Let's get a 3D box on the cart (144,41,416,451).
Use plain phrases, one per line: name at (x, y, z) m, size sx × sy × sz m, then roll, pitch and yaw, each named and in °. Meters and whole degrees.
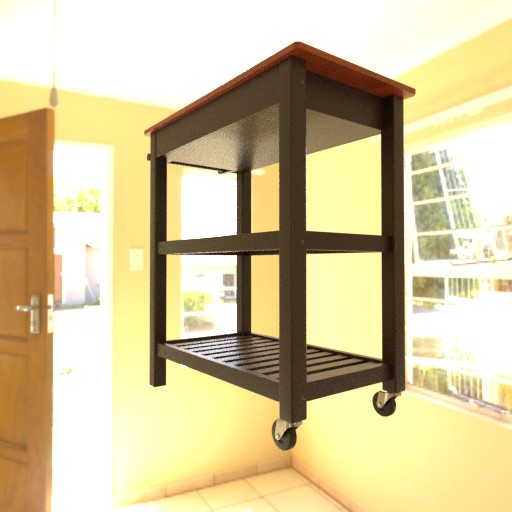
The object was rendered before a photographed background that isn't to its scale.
cart at (0.000, 0.000, 1.455) m, size 0.457 × 0.927 × 0.899 m, roll 1°, pitch -1°, yaw -37°
